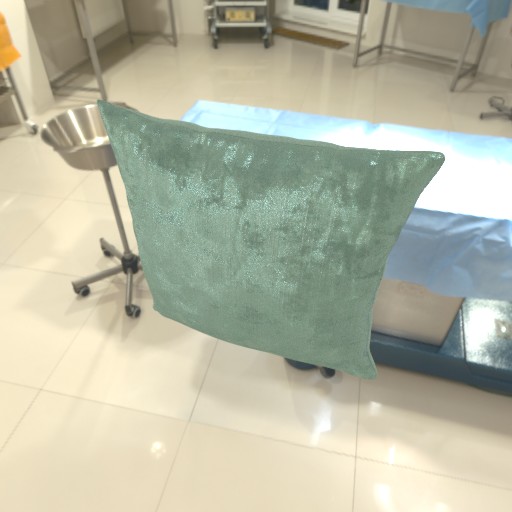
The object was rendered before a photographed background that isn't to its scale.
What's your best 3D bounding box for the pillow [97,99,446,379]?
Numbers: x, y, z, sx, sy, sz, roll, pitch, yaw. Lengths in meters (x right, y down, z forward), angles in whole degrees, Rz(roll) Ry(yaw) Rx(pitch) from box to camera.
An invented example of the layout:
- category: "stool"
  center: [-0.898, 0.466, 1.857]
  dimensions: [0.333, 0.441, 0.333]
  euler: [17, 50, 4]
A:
- category: "pillow"
  center: [0.000, 0.000, 0.721]
  dimensions: [0.470, 0.464, 0.175]
  euler: [13, 43, 14]
